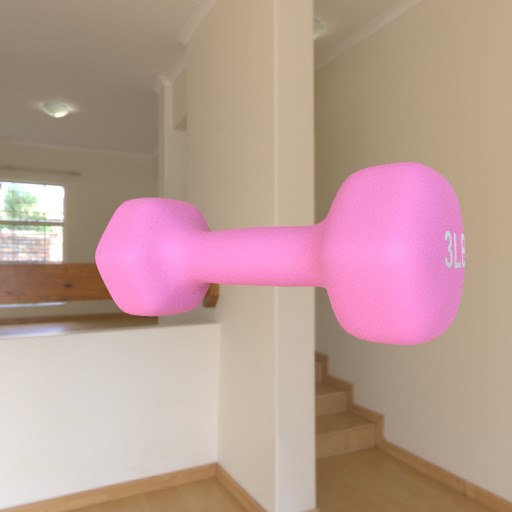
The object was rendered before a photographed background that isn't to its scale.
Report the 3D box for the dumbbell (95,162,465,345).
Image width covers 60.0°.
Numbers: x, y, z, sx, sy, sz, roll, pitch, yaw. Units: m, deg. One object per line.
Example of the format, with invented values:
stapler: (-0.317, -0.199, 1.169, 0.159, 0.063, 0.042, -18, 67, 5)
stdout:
dumbbell: (0.000, 0.000, 0.187, 0.159, 0.058, 0.064, -1, -1, 38)
